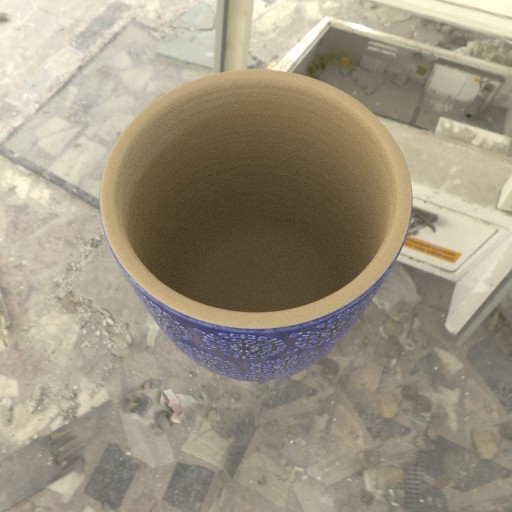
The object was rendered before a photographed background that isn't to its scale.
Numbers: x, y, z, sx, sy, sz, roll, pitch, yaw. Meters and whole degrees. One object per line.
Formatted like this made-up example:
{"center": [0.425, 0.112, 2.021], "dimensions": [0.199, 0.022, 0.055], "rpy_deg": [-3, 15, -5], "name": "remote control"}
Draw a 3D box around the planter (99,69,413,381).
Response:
{"center": [0.000, 0.000, 0.349], "dimensions": [0.184, 0.206, 0.184], "rpy_deg": [0, 64, 0], "name": "planter"}
